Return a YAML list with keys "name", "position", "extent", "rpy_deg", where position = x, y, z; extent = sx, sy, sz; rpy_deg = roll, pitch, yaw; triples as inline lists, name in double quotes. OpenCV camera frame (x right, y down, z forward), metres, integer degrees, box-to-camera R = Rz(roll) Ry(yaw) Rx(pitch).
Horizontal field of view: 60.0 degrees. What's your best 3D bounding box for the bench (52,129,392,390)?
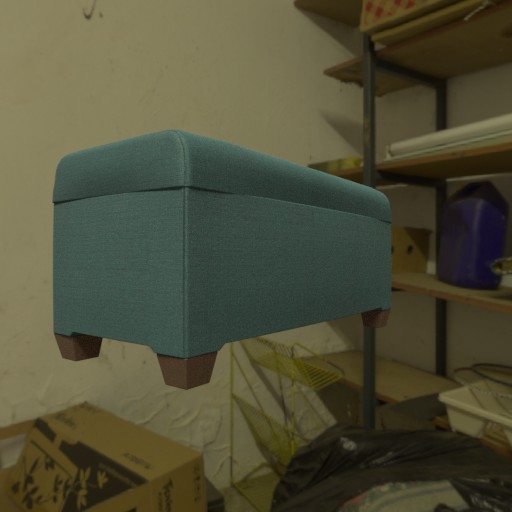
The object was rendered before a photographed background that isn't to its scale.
- name: "bench"
  position: [0.000, 0.000, 1.267]
  extent: [0.476, 0.474, 0.995]
  rpy_deg: [0, 0, 37]
